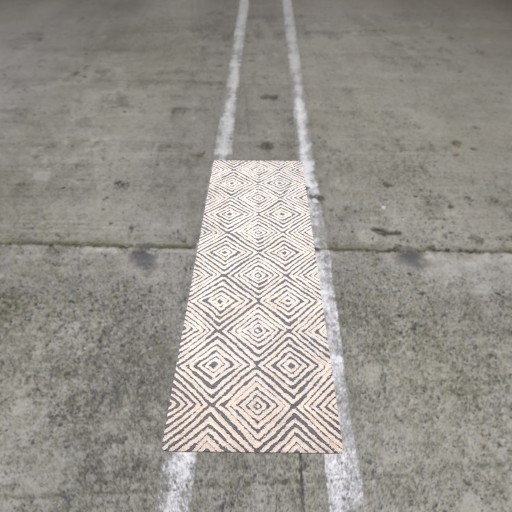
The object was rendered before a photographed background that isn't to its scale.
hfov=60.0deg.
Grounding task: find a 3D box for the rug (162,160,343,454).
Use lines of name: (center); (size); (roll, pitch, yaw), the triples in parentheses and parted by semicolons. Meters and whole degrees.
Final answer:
rug: (0.000, 0.000, 2.517); (0.676, 0.008, 2.277); (0, 40, 1)
